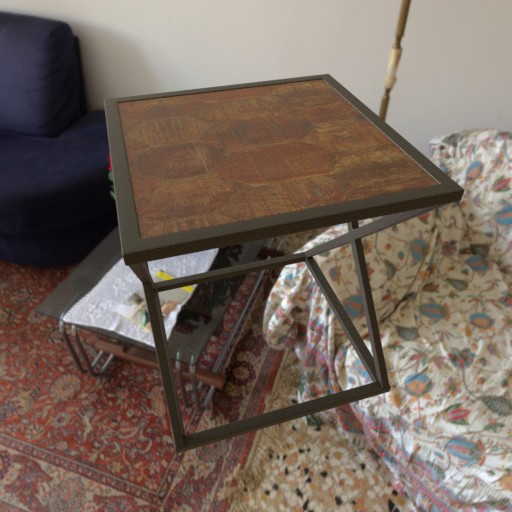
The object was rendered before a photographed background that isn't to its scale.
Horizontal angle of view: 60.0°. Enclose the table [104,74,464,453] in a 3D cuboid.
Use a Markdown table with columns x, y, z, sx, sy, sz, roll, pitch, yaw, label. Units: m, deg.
| x | y | z | sx | sy | sz | roll | pitch | yaw | label |
| --- | --- | --- | --- | --- | --- | --- | --- | --- | --- |
| 0.000 | 0.000 | 0.972 | 0.500 | 0.565 | 0.500 | -11 | 43 | -12 | table |
